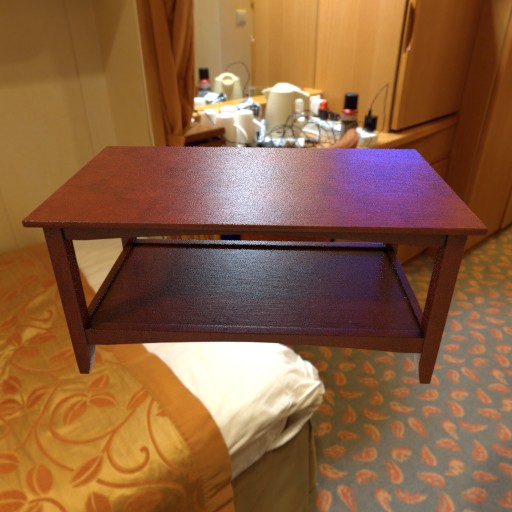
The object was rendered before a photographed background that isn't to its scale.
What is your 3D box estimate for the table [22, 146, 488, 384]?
[{"bbox_3d":[0.000,0.000,1.235,0.943,0.456,0.533,1,30,2],"label":"table"}]
